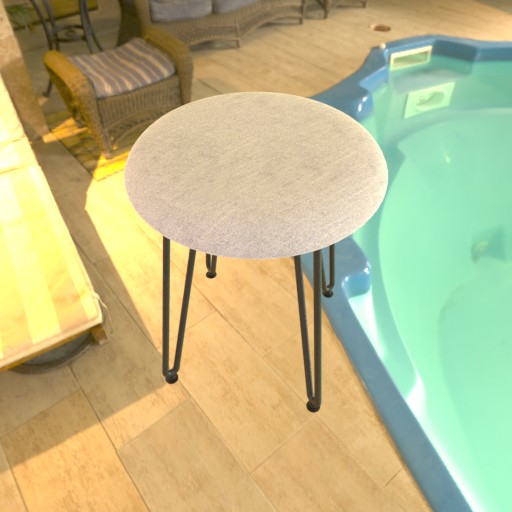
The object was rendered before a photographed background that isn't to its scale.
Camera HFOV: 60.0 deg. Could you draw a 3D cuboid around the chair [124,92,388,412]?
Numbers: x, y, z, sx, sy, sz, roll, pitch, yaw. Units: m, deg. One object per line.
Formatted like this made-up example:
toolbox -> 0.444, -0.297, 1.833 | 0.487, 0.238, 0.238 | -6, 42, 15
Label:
chair -> 0.000, 0.000, 0.644 | 0.350, 0.386, 0.350 | -25, 51, -22
